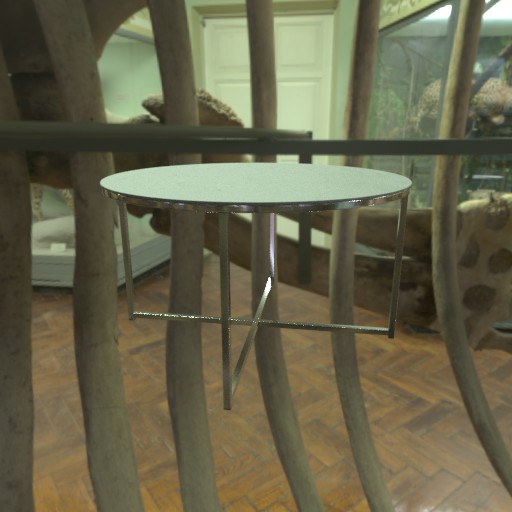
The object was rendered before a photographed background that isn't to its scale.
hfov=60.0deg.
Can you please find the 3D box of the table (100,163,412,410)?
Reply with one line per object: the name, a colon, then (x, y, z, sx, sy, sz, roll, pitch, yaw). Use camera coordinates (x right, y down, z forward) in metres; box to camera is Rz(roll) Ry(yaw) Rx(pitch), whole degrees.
table: (0.000, 0.000, 1.261, 0.800, 0.450, 0.800, 0, 17, 0)
